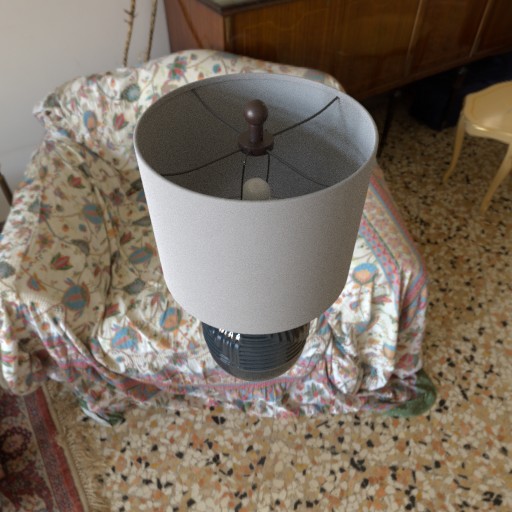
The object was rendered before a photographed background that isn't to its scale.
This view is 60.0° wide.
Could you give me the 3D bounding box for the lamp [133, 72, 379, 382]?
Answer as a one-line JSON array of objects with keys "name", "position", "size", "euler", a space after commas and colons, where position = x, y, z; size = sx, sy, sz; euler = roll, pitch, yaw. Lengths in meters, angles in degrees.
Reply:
[{"name": "lamp", "position": [0.000, 0.000, 0.764], "size": [0.318, 0.567, 0.318], "euler": [0, 47, 0]}]
